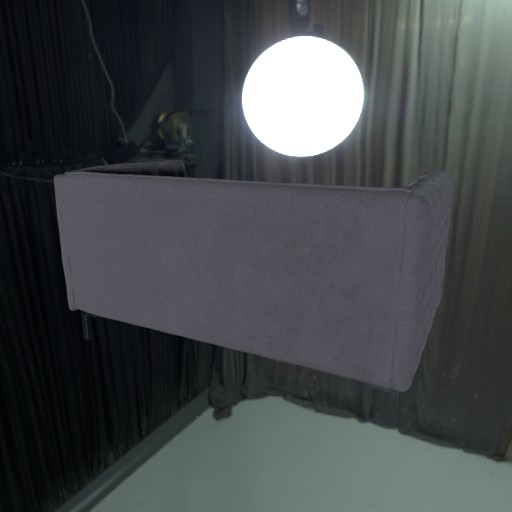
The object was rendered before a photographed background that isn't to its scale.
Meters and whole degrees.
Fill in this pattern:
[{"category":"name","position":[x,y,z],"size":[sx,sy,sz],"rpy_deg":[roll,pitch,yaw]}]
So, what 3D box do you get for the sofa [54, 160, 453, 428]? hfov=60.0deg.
[{"category":"sofa","position":[0.000,0.000,2.064],"size":[1.583,0.810,0.909],"rpy_deg":[8,17,26]}]
